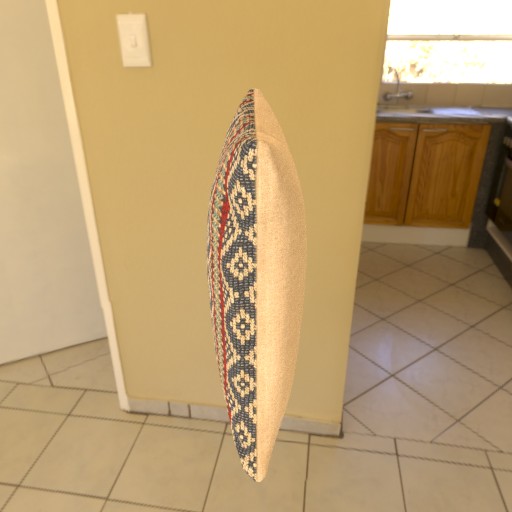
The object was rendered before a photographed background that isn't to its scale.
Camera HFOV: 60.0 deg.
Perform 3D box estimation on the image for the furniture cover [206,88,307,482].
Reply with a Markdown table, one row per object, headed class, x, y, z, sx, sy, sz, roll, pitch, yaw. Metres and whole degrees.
| class | x | y | z | sx | sy | sz | roll | pitch | yaw |
| --- | --- | --- | --- | --- | --- | --- | --- | --- | --- |
| furniture cover | 0.000 | 0.000 | 0.661 | 0.139 | 0.431 | 0.431 | 0 | 26 | -1 |
